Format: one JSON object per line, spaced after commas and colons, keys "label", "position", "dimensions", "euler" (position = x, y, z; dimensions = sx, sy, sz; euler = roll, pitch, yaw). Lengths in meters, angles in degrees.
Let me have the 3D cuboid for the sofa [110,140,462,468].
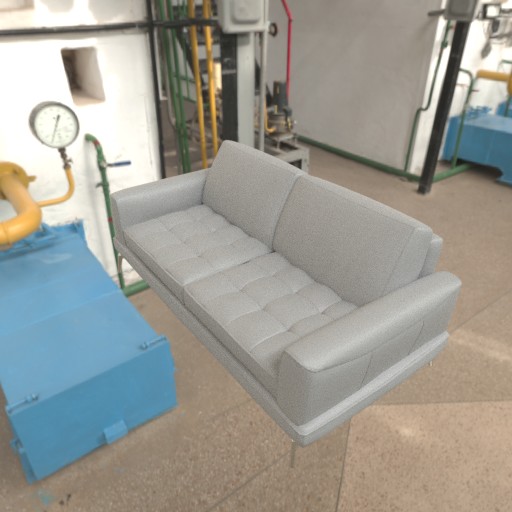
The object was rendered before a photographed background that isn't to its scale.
{"label": "sofa", "position": [0.000, 0.000, 2.759], "dimensions": [1.121, 0.930, 2.177], "euler": [-21, 38, -30]}
